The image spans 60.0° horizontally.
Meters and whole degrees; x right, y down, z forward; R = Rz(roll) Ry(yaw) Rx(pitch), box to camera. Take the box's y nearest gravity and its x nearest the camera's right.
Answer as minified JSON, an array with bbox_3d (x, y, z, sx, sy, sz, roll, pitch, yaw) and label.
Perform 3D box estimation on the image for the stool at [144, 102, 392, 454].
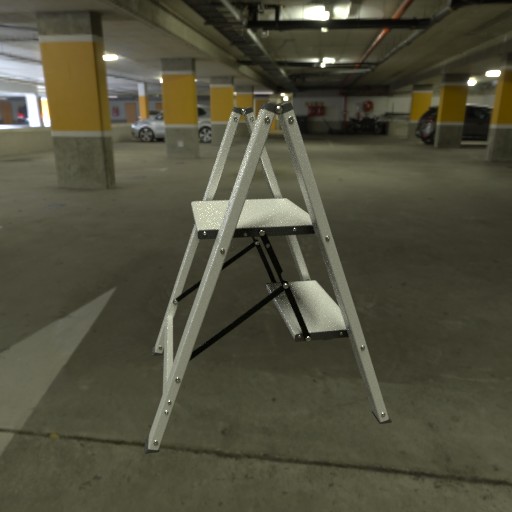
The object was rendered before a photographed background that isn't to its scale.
[{"bbox_3d":[0.000,0.000,1.039,0.535,0.670,0.440,-3,18,-10],"label":"stool"}]
